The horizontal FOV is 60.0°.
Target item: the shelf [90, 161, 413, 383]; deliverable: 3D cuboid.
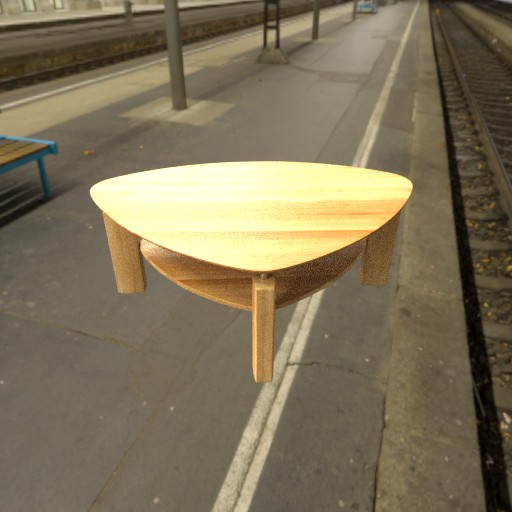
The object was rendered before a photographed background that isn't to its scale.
[{"bbox_3d":[0.000,0.000,1.690,1.240,0.439,0.863,-2,32,-3],"label":"shelf"}]
